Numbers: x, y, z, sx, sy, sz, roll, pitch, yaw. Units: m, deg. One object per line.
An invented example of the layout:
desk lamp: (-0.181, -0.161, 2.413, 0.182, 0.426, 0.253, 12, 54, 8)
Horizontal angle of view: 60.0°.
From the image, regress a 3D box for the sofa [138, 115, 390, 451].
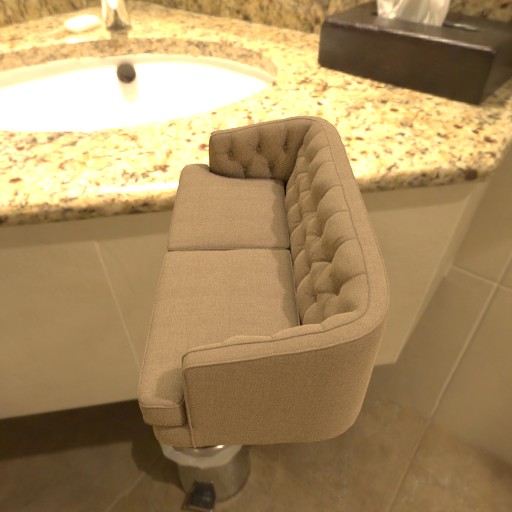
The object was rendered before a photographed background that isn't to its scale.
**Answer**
sofa: (0.000, 0.000, 2.275, 0.941, 0.855, 1.733, -1, 42, -1)
